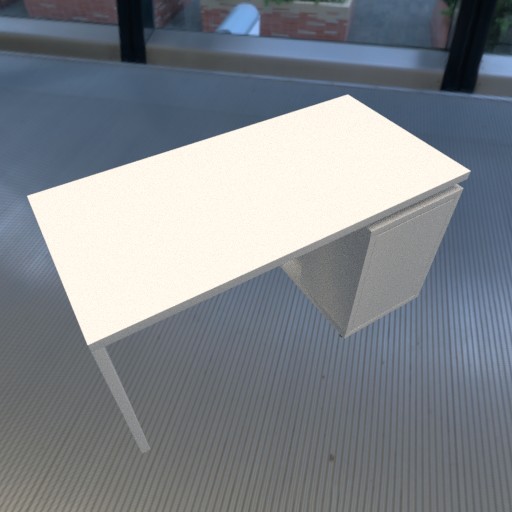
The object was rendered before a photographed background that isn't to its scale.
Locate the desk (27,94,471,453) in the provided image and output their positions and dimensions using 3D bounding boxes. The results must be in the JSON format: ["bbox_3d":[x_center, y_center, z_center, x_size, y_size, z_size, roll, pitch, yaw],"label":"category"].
[{"bbox_3d":[0.000,0.000,1.820,1.400,0.740,0.690,-24,51,-21],"label":"desk"}]
